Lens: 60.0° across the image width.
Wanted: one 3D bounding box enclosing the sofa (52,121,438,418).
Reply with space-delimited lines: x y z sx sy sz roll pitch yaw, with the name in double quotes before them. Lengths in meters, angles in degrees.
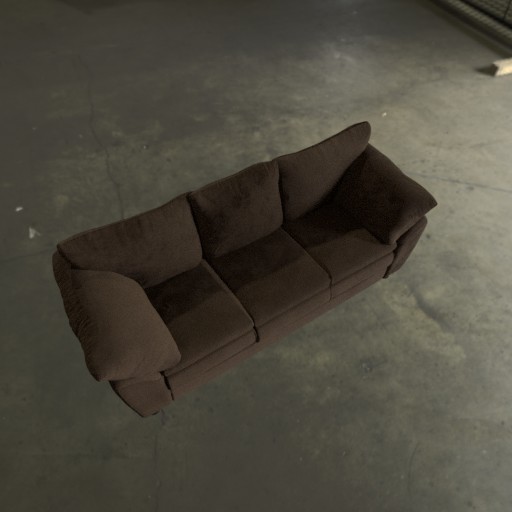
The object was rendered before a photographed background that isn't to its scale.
"sofa" 0.000 0.000 2.869 2.336 1.015 0.878 -26 53 -22
